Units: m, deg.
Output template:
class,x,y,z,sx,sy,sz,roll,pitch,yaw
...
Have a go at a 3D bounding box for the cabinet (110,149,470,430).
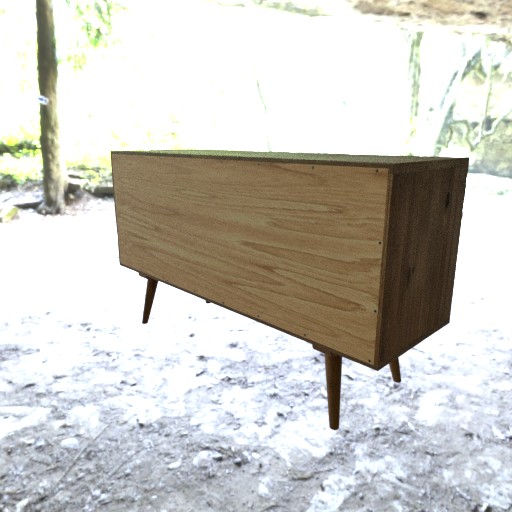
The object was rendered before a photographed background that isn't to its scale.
class,x,y,z,sx,sy,sz,roll,pitch,yaw
cabinet,0.000,0.000,1.772,0.472,0.800,1.400,-14,21,-42
